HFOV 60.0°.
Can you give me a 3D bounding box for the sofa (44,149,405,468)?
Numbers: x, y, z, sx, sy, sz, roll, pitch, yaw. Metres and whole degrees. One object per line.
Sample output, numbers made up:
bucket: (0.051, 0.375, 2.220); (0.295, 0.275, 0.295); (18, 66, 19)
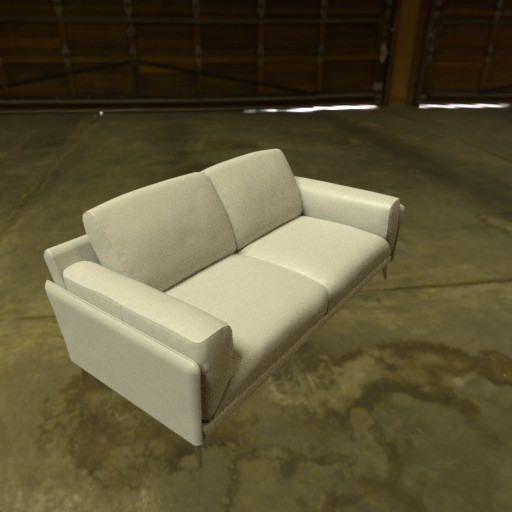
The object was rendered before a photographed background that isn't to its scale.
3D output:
sofa: (0.000, 0.000, 2.657); (1.049, 0.930, 2.101); (19, 32, 32)
